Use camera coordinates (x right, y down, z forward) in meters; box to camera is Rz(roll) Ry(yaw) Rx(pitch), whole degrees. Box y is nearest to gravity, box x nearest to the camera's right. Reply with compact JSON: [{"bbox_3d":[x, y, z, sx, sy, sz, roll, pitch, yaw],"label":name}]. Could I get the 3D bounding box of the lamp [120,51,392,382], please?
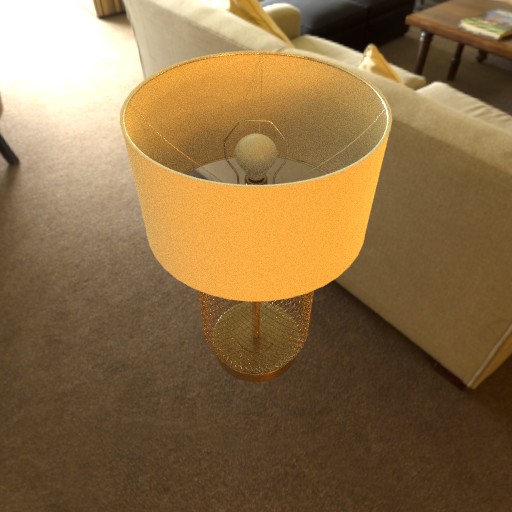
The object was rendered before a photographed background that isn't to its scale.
[{"bbox_3d":[0.000,0.000,0.794,0.353,0.578,0.353,0,47,0],"label":"lamp"}]
